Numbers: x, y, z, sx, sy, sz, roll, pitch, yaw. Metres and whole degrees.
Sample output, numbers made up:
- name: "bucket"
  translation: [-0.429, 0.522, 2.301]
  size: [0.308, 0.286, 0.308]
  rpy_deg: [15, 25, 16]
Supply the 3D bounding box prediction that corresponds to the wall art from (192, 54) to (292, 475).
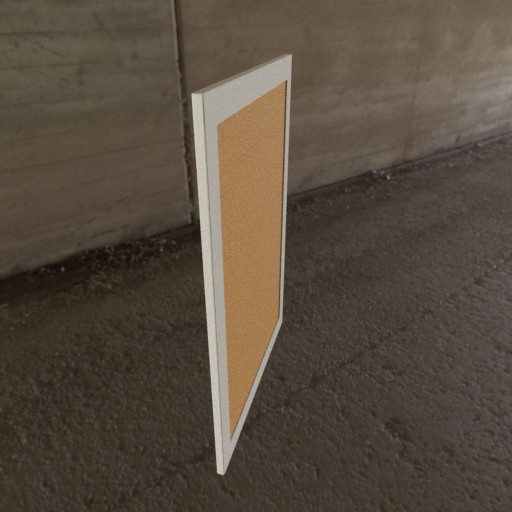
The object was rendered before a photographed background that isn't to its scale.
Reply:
- name: "wall art"
  translation: [0.000, 0.000, 0.673]
  size: [0.012, 0.529, 0.374]
  rpy_deg: [8, 30, 14]
